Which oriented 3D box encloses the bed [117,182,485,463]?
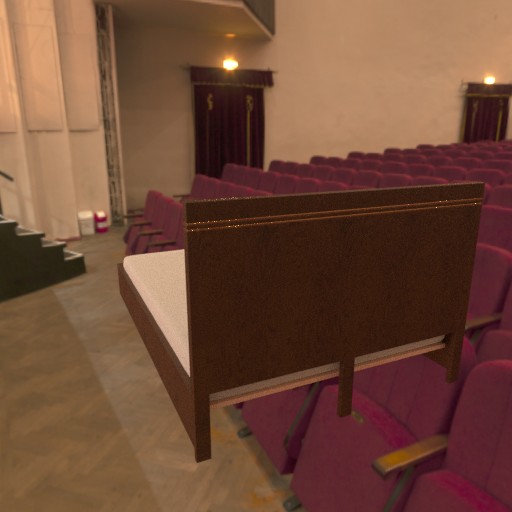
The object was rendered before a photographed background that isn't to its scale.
[{"bbox_3d":[0.000,0.000,3.118,1.613,1.169,2.221,-7,17,-24],"label":"bed"}]
